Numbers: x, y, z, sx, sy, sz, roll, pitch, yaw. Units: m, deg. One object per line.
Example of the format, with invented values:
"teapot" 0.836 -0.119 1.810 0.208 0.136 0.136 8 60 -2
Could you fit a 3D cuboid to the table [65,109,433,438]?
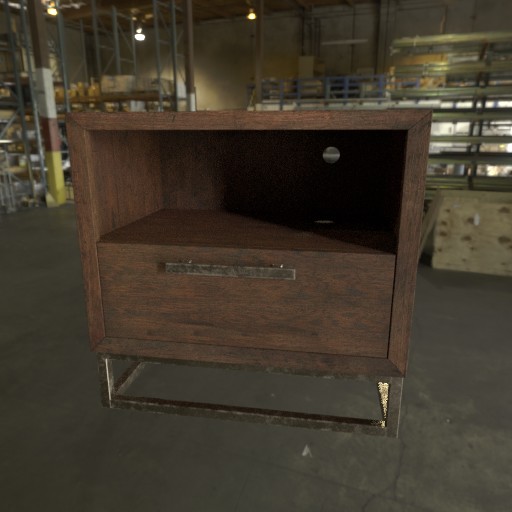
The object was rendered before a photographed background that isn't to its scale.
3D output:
"table" 0.000 0.000 1.233 0.767 0.746 0.542 3 16 9
